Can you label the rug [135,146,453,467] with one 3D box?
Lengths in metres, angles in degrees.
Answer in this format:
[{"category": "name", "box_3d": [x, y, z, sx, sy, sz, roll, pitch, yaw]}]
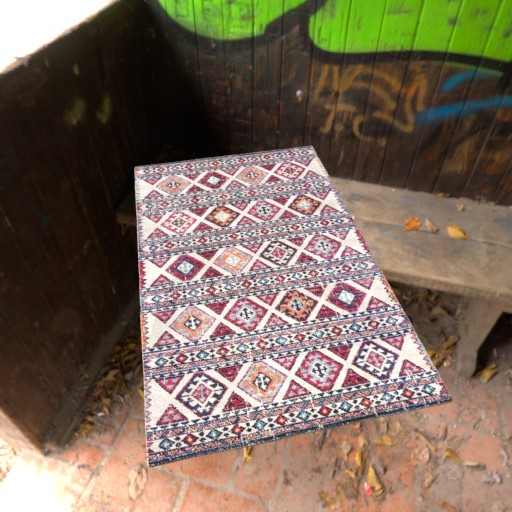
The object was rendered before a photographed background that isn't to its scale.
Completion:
[{"category": "rug", "box_3d": [0.000, 0.000, 2.966, 1.545, 0.010, 2.440, -9, 47, -8]}]
